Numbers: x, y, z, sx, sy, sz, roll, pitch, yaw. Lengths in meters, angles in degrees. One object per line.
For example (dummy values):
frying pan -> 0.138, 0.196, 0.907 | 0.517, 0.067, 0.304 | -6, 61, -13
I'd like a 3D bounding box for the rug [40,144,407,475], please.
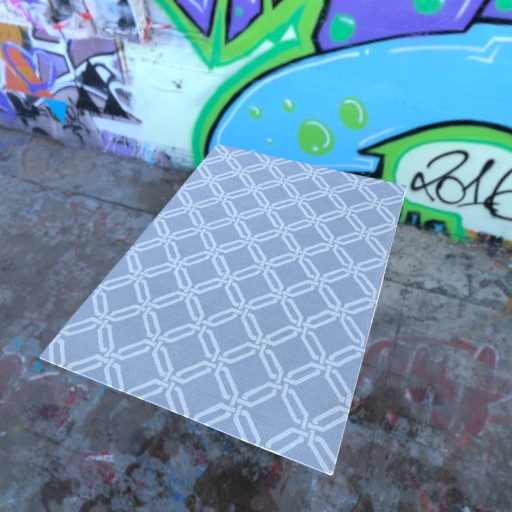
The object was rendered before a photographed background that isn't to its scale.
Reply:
rug -> 0.000, 0.000, 2.723 | 1.522, 0.013, 2.133 | 16, 48, 15
